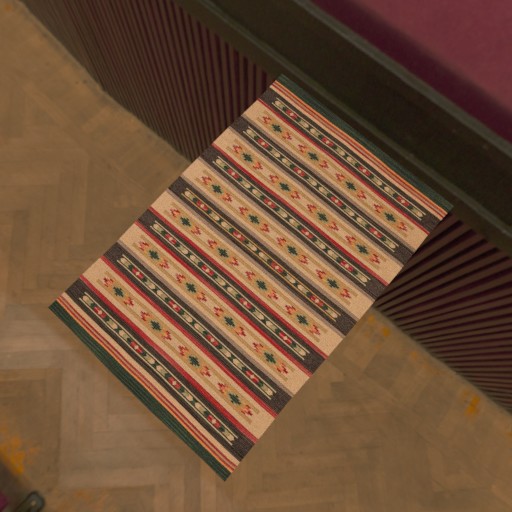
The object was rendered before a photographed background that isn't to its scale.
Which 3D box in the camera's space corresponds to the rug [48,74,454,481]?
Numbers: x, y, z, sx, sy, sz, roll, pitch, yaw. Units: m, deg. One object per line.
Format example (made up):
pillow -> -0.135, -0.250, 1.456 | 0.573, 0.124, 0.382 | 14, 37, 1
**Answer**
rug -> 0.000, 0.000, 2.315 | 1.221, 0.009, 1.825 | 41, 80, 9
